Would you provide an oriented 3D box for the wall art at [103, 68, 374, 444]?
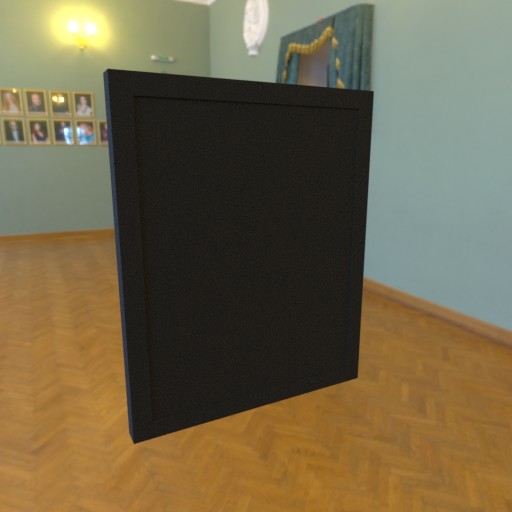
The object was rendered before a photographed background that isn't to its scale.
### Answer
[{"bbox_3d":[0.000,0.000,0.760,0.457,0.559,0.033,-7,15,-27],"label":"wall art"}]
